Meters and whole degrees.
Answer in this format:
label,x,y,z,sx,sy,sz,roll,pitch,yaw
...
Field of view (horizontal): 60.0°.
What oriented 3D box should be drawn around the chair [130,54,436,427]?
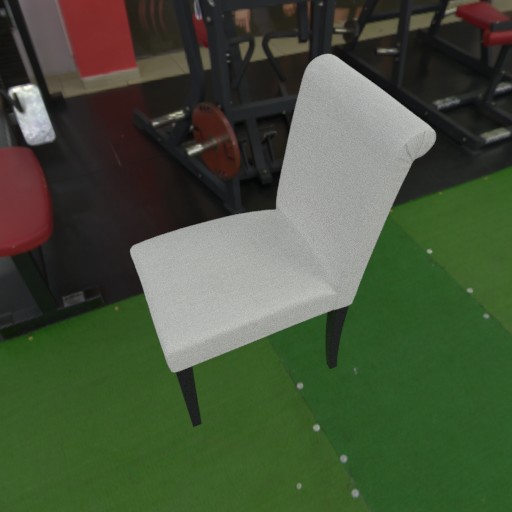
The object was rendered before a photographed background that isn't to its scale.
label,x,y,z,sx,sy,sz,roll,pitch,yaw
chair,0.000,0.000,1.375,0.708,0.976,0.452,-18,49,-16
